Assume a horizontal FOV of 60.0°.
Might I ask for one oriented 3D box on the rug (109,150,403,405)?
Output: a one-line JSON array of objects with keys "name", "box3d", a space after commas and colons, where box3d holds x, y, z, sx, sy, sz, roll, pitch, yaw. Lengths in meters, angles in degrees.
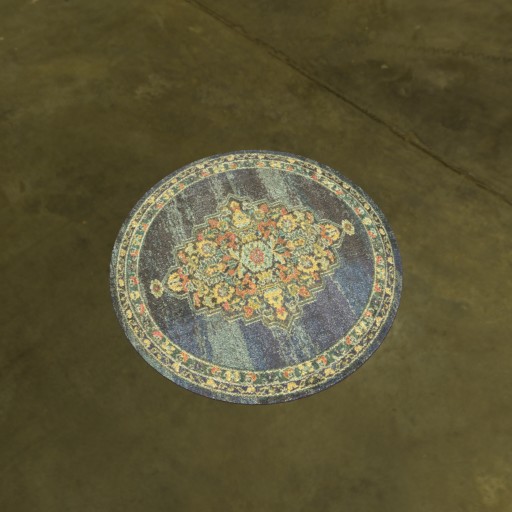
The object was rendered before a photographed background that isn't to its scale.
[{"name": "rug", "box3d": [0.000, 0.000, 2.437, 1.591, 0.010, 1.591, 0, 59, 0]}]
